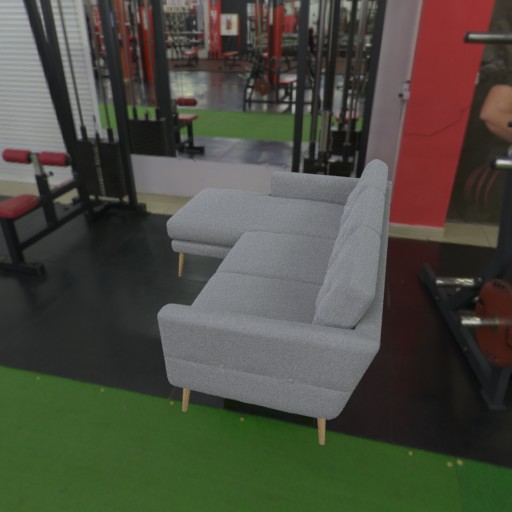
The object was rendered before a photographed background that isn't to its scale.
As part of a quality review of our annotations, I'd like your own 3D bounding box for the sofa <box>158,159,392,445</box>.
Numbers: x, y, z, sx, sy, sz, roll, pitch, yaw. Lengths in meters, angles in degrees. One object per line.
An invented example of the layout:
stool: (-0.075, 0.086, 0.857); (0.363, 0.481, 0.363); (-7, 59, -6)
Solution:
sofa: (0.000, 0.000, 2.764); (1.530, 0.860, 2.040); (8, 29, 14)
